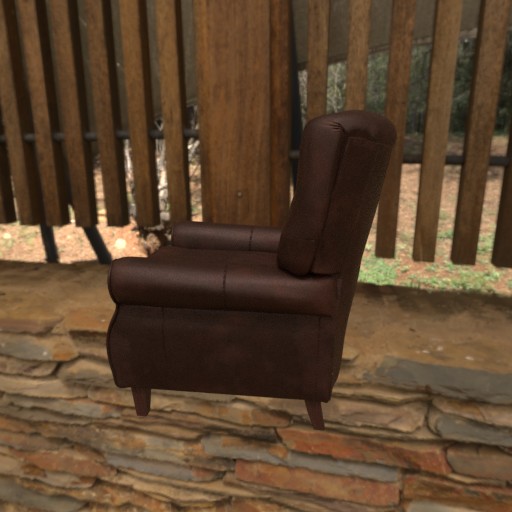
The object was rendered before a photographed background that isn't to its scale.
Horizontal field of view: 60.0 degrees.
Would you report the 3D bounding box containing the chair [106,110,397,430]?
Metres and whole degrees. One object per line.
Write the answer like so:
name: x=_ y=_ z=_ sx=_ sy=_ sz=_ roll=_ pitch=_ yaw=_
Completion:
chair: x=0.000 y=0.000 z=1.870 sx=1.058 sy=1.158 sz=0.948 roll=2 pitch=15 yaw=7
